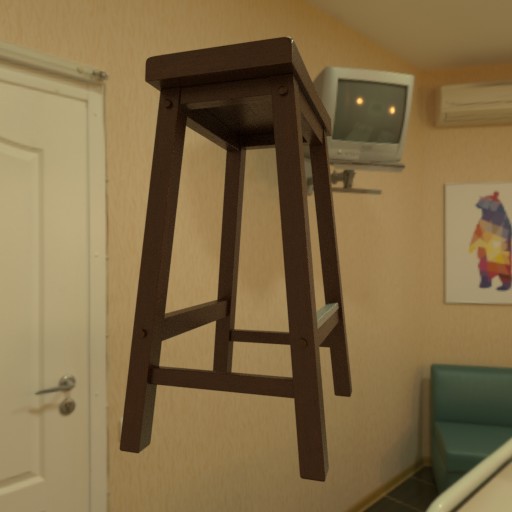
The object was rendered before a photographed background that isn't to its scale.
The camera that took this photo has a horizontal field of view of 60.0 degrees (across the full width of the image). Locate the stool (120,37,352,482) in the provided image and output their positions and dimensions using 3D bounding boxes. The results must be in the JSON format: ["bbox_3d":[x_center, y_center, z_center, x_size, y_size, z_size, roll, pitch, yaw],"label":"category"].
[{"bbox_3d":[0.000,0.000,0.838,0.322,0.610,0.406,0,0,17],"label":"stool"}]
